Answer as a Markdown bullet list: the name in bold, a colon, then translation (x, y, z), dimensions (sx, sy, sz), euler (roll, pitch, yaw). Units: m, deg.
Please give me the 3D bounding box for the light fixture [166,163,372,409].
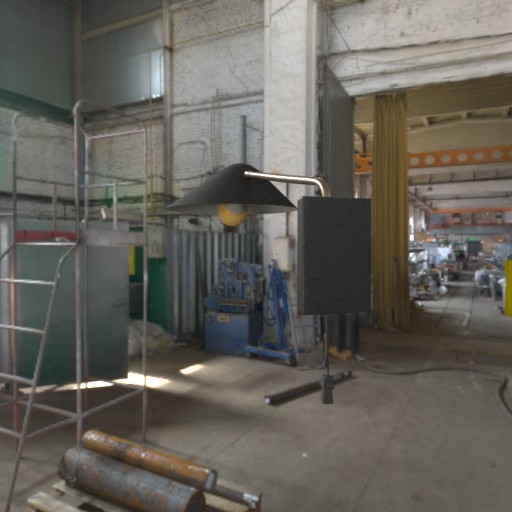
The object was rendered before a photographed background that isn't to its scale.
- **light fixture**: translation (0.000, 0.000, 0.679), dimensions (0.240, 0.312, 0.516), euler (0, 1, -18)
